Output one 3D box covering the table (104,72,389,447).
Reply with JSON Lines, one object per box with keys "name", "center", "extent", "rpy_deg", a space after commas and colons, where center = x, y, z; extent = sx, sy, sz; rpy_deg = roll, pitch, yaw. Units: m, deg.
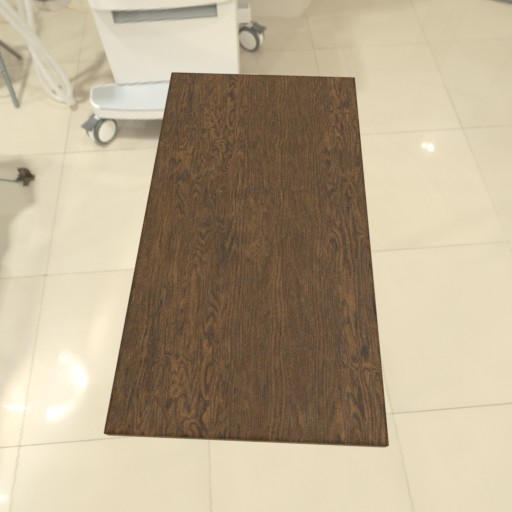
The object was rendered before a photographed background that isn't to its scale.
{"name": "table", "center": [0.000, 0.000, 2.482], "extent": [1.078, 0.795, 1.989], "rpy_deg": [2, 62, 1]}
